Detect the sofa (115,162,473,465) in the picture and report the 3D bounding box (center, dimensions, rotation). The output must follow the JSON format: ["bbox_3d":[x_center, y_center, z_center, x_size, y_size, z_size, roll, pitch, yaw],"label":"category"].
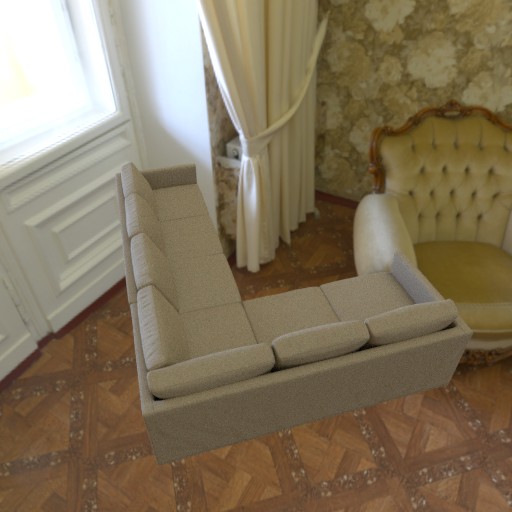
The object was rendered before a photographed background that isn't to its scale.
[{"bbox_3d":[0.000,0.000,4.325,2.432,0.871,3.182,-11,41,-13],"label":"sofa"}]
